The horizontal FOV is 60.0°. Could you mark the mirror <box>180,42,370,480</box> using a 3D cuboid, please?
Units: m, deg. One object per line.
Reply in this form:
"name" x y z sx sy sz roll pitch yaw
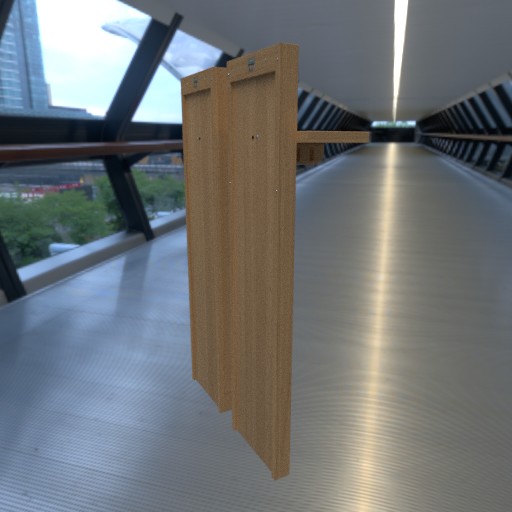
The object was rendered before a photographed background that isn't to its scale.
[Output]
"mirror" 0.000 0.000 1.580 0.260 1.250 0.800 -8 16 -28
